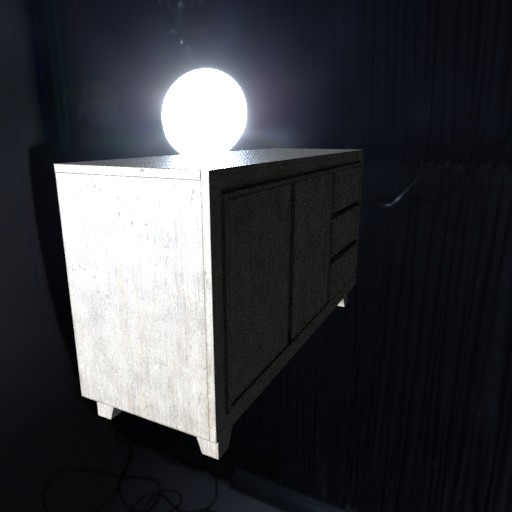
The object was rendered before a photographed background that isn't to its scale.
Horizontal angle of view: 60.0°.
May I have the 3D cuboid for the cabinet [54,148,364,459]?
[{"bbox_3d":[0.000,0.000,1.845,0.511,0.825,1.460,8,17,26],"label":"cabinet"}]
